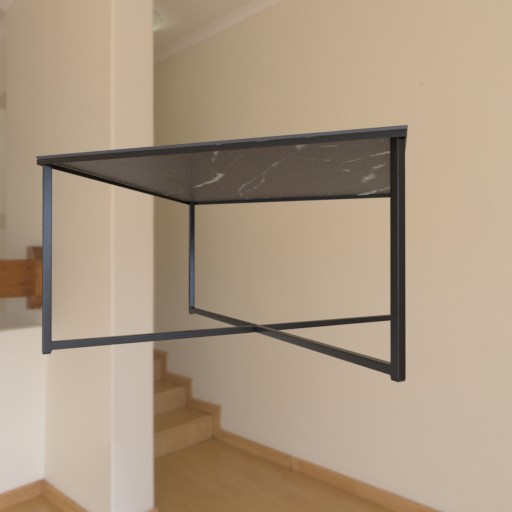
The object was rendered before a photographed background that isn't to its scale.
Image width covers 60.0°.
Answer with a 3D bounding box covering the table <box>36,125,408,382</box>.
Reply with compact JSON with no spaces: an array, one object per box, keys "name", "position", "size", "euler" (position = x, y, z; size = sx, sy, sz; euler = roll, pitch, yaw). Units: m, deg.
[{"name":"table","position":[0.000,0.000,1.269],"size":[0.800,0.450,0.800],"euler":[0,0,17]}]
